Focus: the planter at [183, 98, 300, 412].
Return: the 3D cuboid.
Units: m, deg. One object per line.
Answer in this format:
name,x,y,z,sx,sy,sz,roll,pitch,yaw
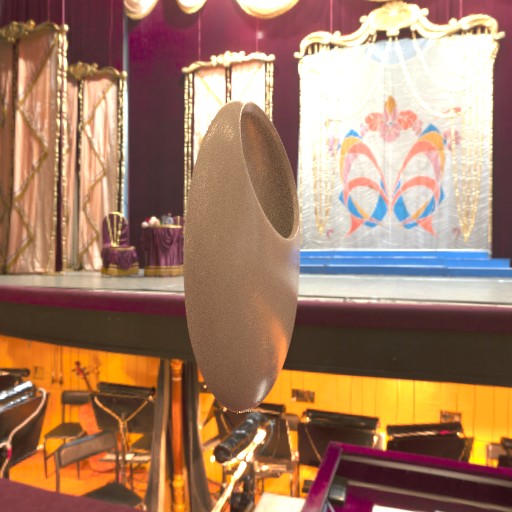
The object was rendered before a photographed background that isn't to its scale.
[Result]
planter,0.000,0.000,0.280,0.043,0.188,0.185,0,0,17
